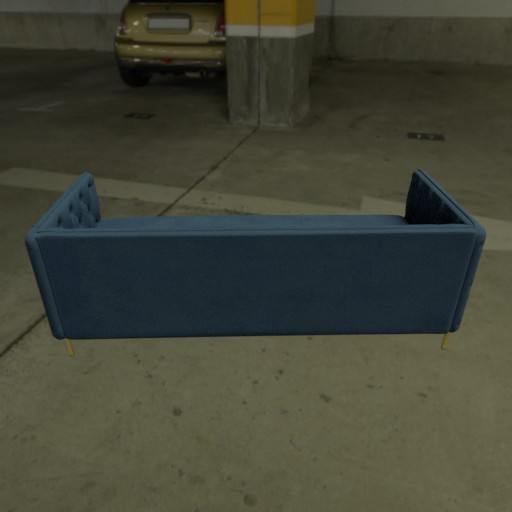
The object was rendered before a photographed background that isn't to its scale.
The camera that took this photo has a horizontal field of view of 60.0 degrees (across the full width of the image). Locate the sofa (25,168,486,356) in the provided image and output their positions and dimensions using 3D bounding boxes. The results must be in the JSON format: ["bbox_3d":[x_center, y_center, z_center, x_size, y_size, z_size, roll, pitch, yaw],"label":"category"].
[{"bbox_3d":[0.000,0.000,2.613,2.209,0.771,0.895,-1,30,-1],"label":"sofa"}]
